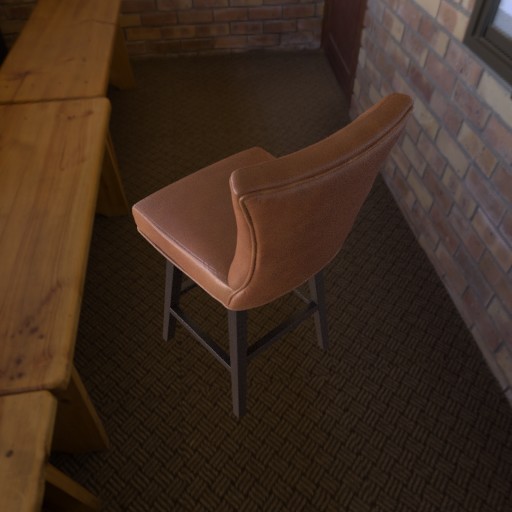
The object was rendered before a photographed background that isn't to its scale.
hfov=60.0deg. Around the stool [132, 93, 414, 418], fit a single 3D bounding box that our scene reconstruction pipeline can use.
[{"bbox_3d":[0.000,0.000,1.390,0.522,1.094,0.585,-32,55,-26],"label":"stool"}]
